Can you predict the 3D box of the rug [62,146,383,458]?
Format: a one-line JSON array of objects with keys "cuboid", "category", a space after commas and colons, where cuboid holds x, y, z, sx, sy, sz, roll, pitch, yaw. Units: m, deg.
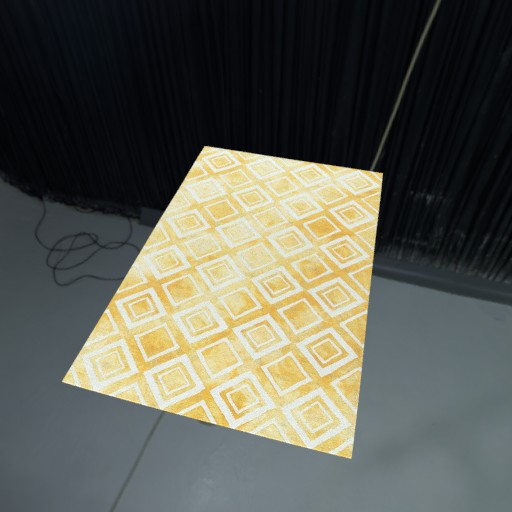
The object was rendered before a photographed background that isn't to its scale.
[{"cuboid": [0.000, 0.000, 2.355, 1.213, 0.010, 1.829, 11, 48, 10], "category": "rug"}]
